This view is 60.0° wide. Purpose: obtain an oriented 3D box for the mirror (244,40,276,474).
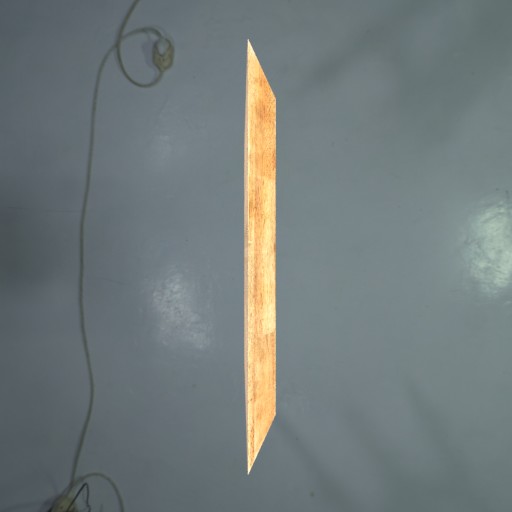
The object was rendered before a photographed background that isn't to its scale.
[{"bbox_3d":[0.000,0.000,0.986,0.047,0.651,0.651,0,90,-2],"label":"mirror"}]
